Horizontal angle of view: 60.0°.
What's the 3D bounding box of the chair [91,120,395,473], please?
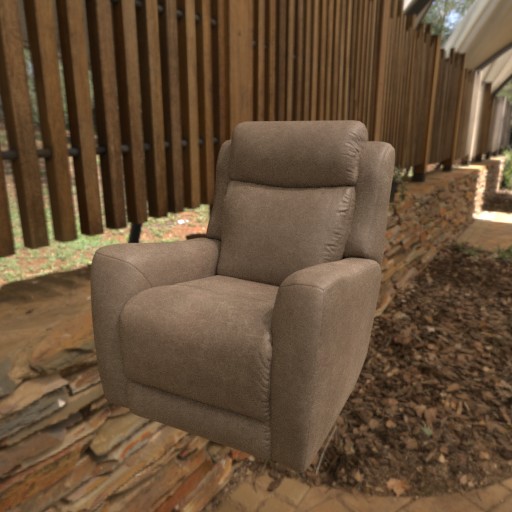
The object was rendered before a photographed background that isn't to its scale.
[{"bbox_3d":[0.000,0.000,1.885,0.967,1.116,1.068,8,18,27],"label":"chair"}]
